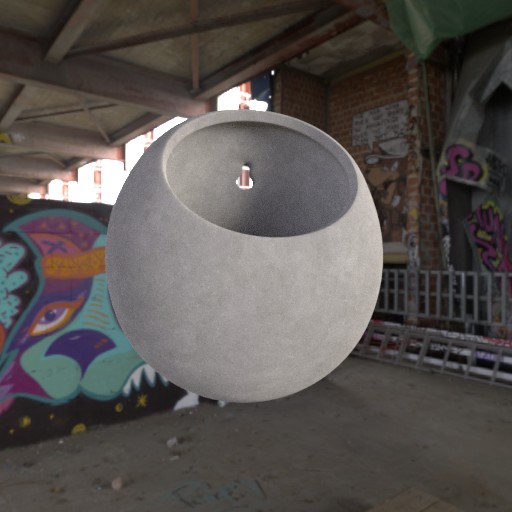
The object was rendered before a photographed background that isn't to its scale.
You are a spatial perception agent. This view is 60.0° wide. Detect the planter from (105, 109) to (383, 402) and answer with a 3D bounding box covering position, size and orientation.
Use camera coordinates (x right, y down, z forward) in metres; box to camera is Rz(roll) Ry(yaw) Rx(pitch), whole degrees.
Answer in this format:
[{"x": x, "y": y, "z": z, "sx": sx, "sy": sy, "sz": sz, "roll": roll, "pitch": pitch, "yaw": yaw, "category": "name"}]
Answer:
[{"x": 0.000, "y": 0.000, "z": 0.287, "sx": 0.185, "sy": 0.188, "sz": 0.071, "roll": 0, "pitch": 0, "yaw": -18, "category": "planter"}]
